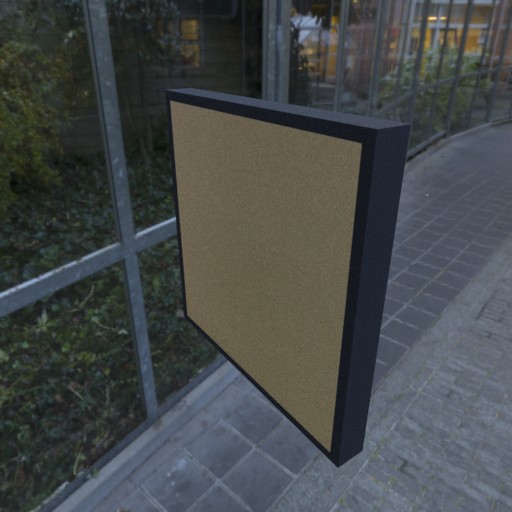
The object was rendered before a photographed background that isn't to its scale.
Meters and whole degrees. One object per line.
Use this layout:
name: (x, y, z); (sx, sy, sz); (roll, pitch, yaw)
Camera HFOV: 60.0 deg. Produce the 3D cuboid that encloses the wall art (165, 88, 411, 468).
wall art: (0.000, 0.000, 0.461); (0.033, 0.304, 0.305); (-17, 31, -32)
